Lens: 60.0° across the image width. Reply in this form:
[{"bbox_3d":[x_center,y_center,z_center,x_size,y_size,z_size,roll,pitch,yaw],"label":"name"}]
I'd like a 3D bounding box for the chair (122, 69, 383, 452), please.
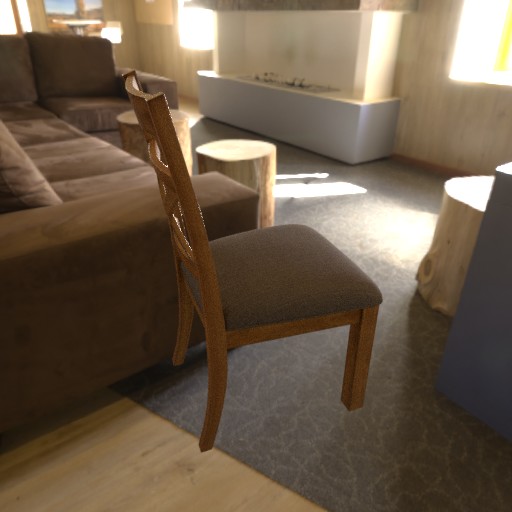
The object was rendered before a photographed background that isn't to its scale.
[{"bbox_3d":[0.000,0.000,1.242,0.581,0.949,0.470,-10,30,-18],"label":"chair"}]
